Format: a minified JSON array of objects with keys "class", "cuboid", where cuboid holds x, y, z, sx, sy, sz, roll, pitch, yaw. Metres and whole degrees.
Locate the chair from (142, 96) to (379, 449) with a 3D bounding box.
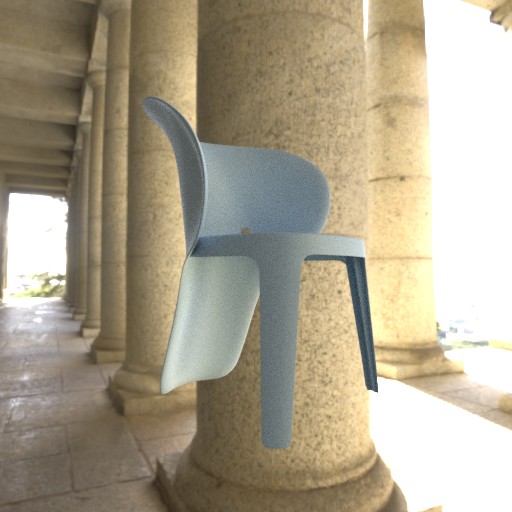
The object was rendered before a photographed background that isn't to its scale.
[{"class":"chair","cuboid":[0.000,0.000,0.870,0.402,0.554,0.451,-2,-3,36]}]
